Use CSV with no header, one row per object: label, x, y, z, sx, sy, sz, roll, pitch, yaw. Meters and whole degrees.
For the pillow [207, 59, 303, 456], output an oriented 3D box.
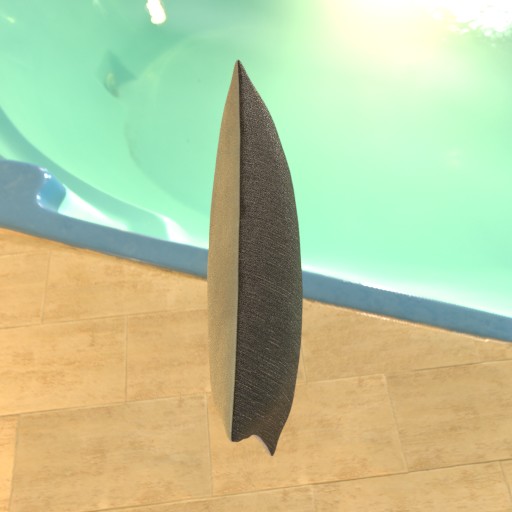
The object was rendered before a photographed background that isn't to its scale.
pillow,0.000,0.000,0.752,0.156,0.305,0.608,0,62,0
